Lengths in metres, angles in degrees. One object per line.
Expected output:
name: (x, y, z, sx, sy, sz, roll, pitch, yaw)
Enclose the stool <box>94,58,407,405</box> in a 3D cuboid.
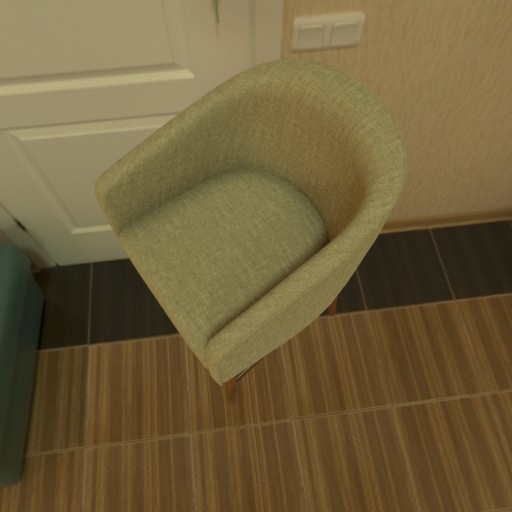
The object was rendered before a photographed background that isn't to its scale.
stool: (0.000, 0.000, 1.339, 0.635, 0.952, 0.559, -33, 67, -16)
